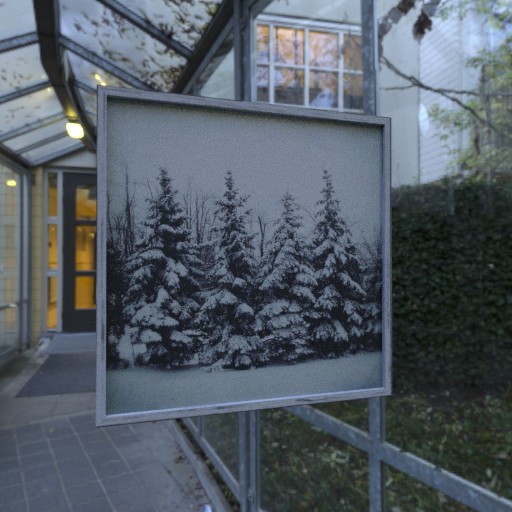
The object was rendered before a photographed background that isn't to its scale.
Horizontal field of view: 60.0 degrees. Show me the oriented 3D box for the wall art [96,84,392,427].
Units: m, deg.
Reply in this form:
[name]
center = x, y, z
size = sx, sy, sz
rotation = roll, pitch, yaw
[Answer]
[wall art]
center = 0.000, 0.000, 0.747
size = 0.506, 0.506, 0.038
rotation = 0, -1, -18
